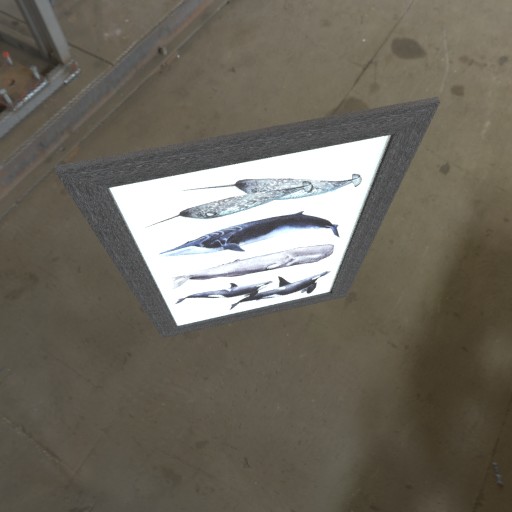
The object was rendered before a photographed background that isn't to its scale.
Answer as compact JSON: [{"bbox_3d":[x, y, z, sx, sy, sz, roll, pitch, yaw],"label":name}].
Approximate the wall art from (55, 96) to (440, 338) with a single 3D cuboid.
[{"bbox_3d":[0.000,0.000,1.409,0.810,1.116,0.016,-12,64,-6],"label":"wall art"}]
